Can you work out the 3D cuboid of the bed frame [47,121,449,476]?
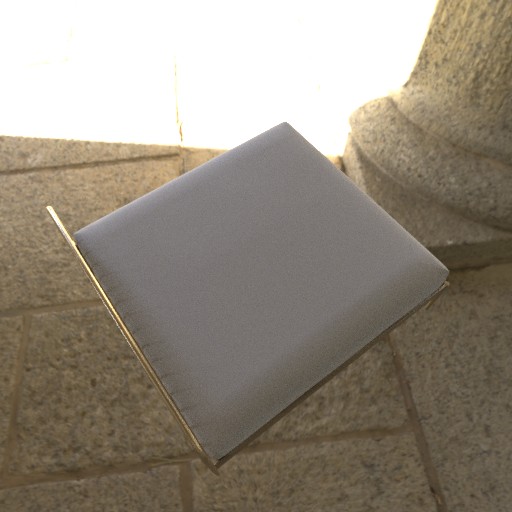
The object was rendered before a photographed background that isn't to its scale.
[{"bbox_3d":[0.000,0.000,3.318,2.152,1.174,2.016,-32,65,-17],"label":"bed frame"}]
